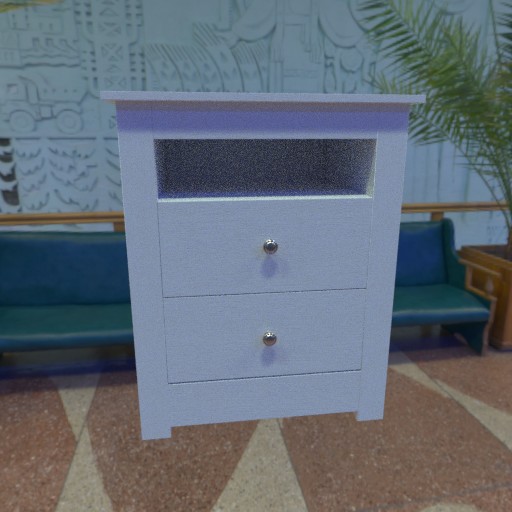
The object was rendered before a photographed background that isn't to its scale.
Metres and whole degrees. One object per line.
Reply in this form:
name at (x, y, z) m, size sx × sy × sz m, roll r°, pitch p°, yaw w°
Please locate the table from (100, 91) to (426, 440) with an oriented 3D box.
table at (0.000, 0.000, 1.076) m, size 0.589 × 0.711 × 0.406 m, roll -2°, pitch 15°, yaw -7°
